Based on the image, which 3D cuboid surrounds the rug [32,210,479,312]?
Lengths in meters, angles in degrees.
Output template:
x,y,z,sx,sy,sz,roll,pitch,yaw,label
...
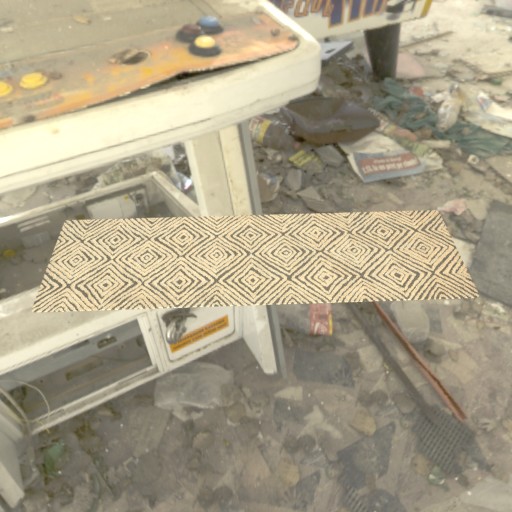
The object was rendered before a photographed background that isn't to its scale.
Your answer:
x,y,z,sx,sy,sz,roll,pitch,yaw,label
0.000,0.000,2.475,2.277,0.008,0.676,-2,47,-2,rug
